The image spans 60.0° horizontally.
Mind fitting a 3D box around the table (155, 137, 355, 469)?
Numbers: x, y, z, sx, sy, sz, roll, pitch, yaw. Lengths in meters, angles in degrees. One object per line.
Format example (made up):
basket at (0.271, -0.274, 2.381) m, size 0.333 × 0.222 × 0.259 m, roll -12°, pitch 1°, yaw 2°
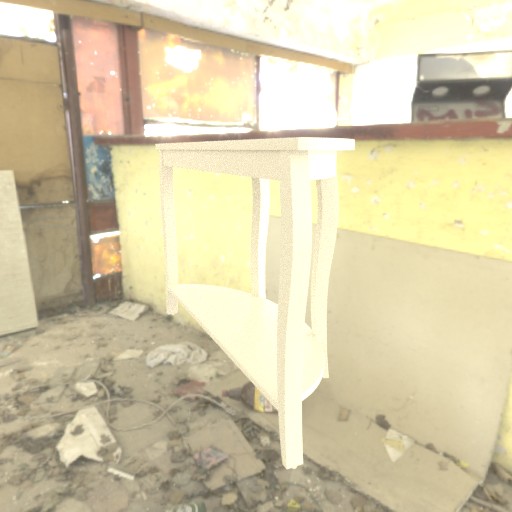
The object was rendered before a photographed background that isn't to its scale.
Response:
table at (0.000, 0.000, 1.569) m, size 0.394 × 0.780 × 1.219 m, roll -6°, pitch 15°, yaw -25°
